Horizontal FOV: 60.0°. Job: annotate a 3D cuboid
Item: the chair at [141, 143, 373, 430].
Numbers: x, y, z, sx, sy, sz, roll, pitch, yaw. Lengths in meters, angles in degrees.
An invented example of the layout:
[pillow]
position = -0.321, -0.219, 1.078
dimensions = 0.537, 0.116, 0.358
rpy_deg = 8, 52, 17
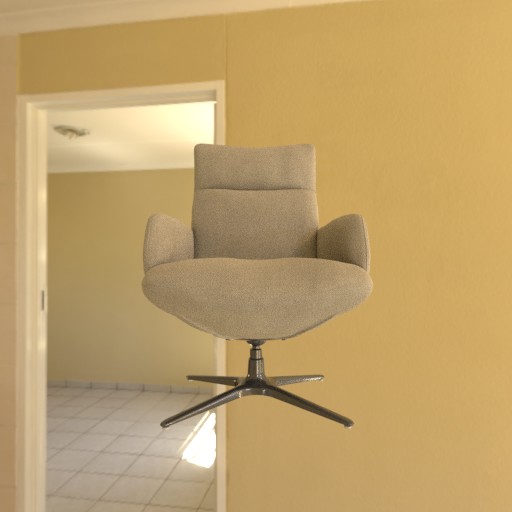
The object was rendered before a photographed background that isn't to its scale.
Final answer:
[chair]
position = 0.000, 0.000, 1.607
dimensions = 0.711, 1.016, 0.889
rpy_deg = 0, -1, -1
